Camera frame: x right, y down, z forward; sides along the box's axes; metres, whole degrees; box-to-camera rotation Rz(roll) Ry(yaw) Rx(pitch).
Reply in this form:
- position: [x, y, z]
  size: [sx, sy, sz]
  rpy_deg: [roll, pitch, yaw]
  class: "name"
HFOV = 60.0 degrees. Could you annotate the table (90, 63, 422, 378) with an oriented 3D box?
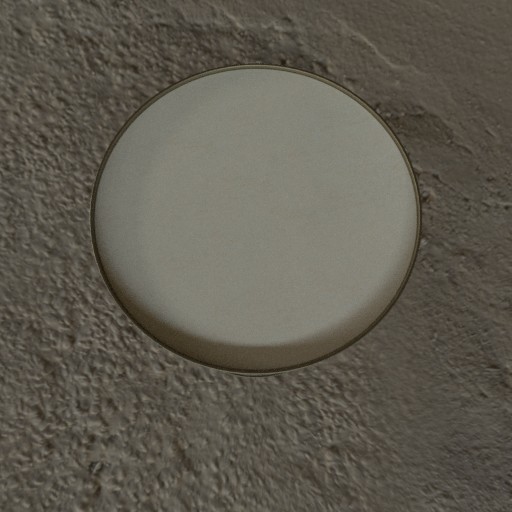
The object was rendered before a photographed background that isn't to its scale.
- position: [0.000, 0.000, 0.913]
  size: [0.480, 0.565, 0.480]
  rpy_deg: [0, 74, 0]
  class: "table"
